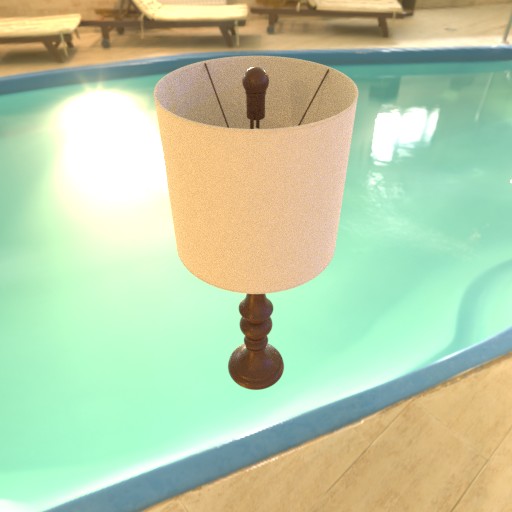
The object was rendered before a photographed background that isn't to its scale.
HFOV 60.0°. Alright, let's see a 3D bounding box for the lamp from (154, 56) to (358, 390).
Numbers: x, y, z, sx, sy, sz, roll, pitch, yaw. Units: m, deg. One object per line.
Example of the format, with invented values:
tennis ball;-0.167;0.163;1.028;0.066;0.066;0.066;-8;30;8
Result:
lamp;0.000;0.000;0.728;0.250;0.597;0.250;-25;46;-27
